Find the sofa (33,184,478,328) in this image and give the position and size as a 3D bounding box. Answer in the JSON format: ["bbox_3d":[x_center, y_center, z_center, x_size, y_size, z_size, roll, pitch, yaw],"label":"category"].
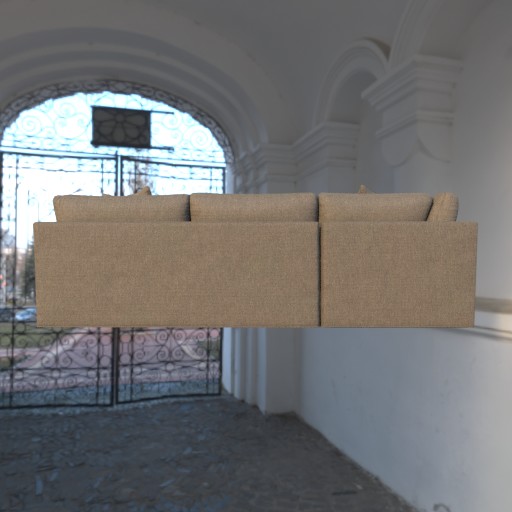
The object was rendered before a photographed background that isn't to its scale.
[{"bbox_3d":[0.000,0.000,3.856,2.896,0.978,1.994,0,-1,0],"label":"sofa"}]
